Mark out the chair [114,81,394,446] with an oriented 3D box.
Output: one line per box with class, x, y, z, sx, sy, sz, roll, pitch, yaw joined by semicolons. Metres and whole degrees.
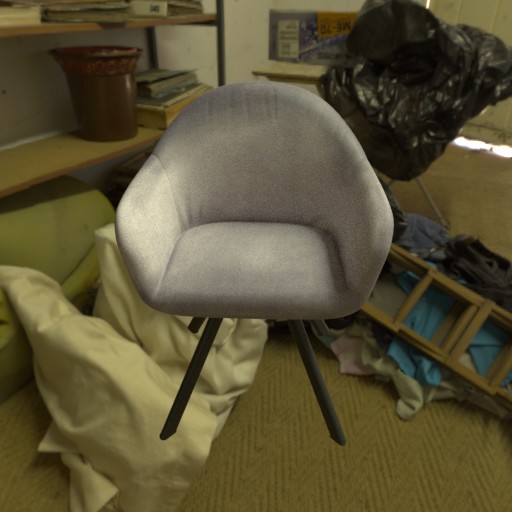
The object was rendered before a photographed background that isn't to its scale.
chair;0.000;0.000;1.152;0.570;0.780;0.540;1;31;2
